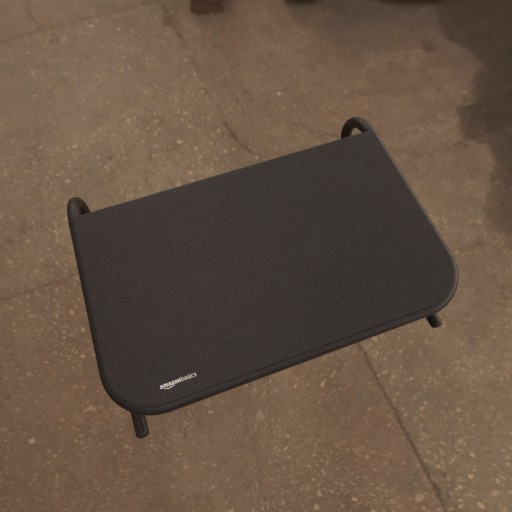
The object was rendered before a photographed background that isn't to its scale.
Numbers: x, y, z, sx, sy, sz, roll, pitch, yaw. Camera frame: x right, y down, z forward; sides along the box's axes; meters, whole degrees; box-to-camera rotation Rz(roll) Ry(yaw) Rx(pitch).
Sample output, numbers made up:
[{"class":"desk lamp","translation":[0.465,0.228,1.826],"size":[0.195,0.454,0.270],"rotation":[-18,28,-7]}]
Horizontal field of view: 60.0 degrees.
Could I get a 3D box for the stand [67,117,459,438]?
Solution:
[{"class":"stand","translation":[0.000,0.000,0.513],"size":[0.370,0.108,0.280],"rotation":[-18,65,-9]}]
